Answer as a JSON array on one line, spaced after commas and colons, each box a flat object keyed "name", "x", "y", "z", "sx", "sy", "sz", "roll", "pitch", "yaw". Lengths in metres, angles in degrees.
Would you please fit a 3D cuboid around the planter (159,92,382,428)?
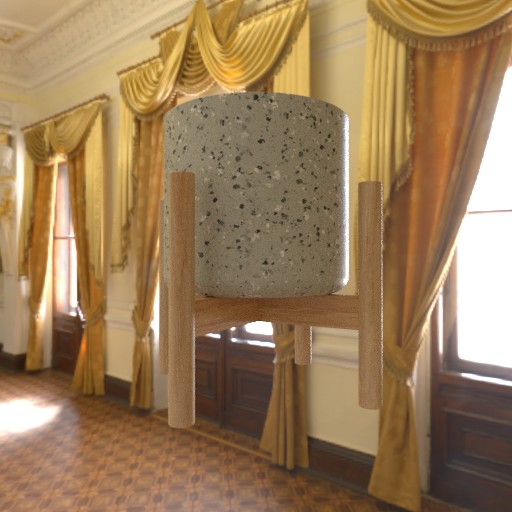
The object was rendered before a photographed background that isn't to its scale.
[{"name": "planter", "x": 0.000, "y": 0.000, "z": 0.543, "sx": 0.284, "sy": 0.320, "sz": 0.284, "roll": 0, "pitch": 0, "yaw": -37}]
